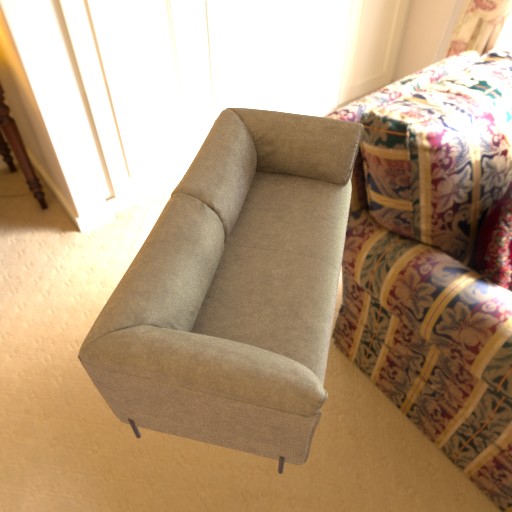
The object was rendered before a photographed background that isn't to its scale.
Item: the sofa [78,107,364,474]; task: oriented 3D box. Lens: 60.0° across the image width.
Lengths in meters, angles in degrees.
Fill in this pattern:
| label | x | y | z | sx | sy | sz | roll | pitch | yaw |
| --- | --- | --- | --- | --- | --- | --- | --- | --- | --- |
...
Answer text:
| label | x | y | z | sx | sy | sz | roll | pitch | yaw |
| --- | --- | --- | --- | --- | --- | --- | --- | --- | --- |
| sofa | 0.000 | 0.000 | 2.355 | 0.905 | 0.747 | 1.878 | 10 | 47 | 9 |
